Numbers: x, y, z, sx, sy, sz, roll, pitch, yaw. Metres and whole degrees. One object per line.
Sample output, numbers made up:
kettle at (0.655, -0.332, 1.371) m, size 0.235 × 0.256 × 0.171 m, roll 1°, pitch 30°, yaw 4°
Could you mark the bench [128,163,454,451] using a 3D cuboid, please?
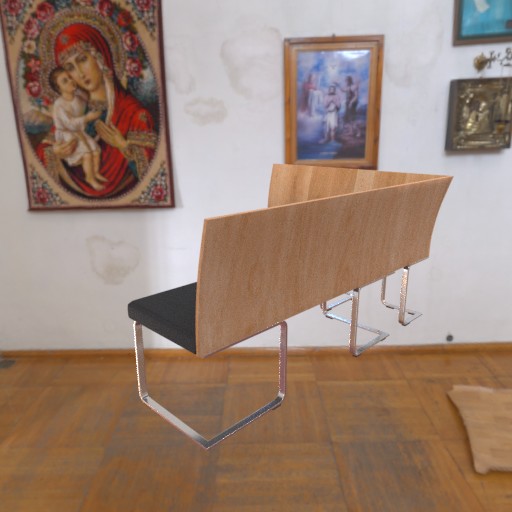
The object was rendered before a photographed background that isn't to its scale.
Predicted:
bench at (0.000, 0.000, 2.693) m, size 1.495 × 0.930 × 1.945 m, roll 15°, pitch 22°, yaw 43°
